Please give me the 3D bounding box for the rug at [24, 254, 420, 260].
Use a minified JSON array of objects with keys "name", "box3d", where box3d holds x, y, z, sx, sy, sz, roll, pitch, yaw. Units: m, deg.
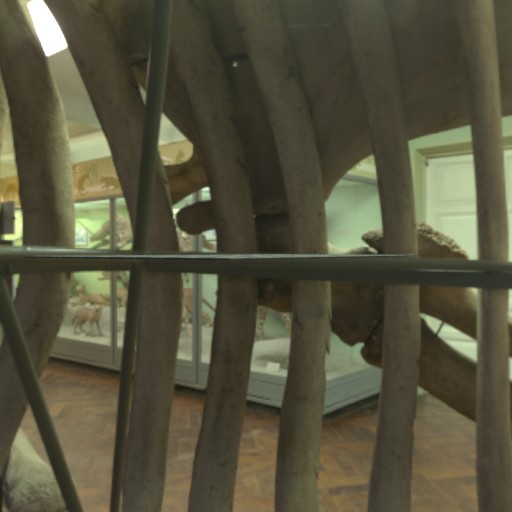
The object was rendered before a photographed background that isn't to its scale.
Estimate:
[{"name":"rug","box3d":[0.000,0.000,3.105,1.554,0.011,2.476,0,1,36]}]
